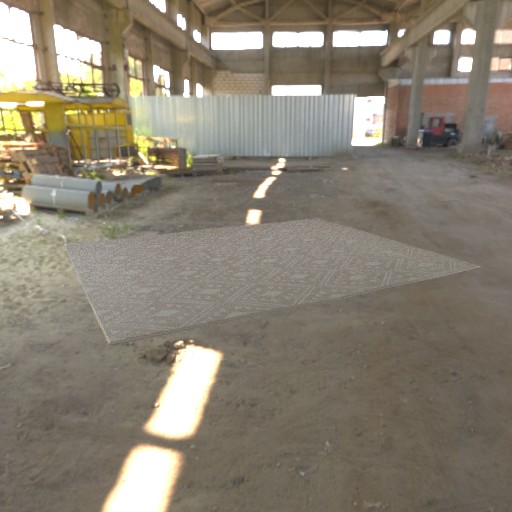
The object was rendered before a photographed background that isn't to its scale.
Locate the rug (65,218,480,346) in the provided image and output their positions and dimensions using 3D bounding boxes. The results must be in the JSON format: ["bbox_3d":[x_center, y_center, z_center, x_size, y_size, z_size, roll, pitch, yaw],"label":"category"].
[{"bbox_3d":[0.000,0.000,4.038,3.011,0.054,2.399,-8,18,-27],"label":"rug"}]
